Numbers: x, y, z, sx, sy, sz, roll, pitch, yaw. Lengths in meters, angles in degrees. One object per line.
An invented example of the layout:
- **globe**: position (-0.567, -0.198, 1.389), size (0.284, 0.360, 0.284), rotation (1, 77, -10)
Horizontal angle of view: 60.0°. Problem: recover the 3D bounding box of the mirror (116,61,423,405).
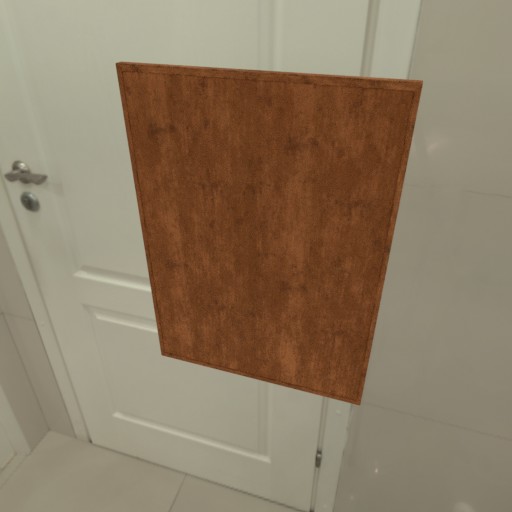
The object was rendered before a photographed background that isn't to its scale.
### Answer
- **mirror**: position (0.000, 0.000, 1.403), size (0.796, 1.099, 0.028), rotation (10, 34, 15)
